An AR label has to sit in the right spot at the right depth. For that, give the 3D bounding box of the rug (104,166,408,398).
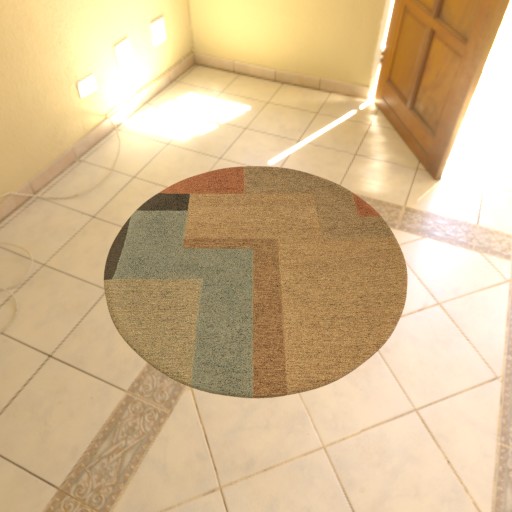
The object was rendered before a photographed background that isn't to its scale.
[{"bbox_3d":[0.000,0.000,3.678,2.461,0.033,2.461,0,48,0],"label":"rug"}]
